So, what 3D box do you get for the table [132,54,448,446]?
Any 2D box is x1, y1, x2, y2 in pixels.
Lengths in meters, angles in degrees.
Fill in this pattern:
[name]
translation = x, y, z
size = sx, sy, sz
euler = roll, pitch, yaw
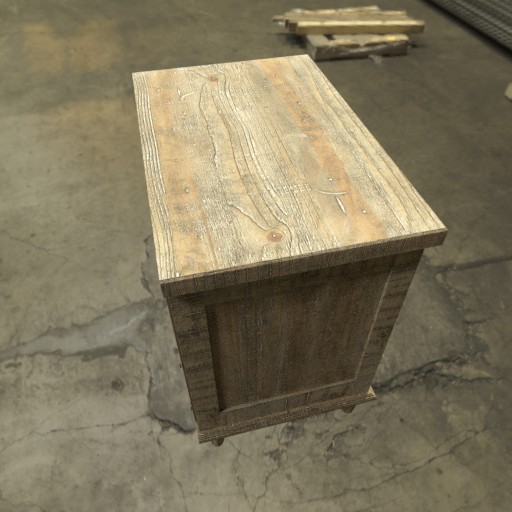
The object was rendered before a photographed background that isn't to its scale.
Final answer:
[table]
translation = 0.000, 0.000, 1.136
size = 0.457, 0.711, 0.686
euler = -10, 47, -10
